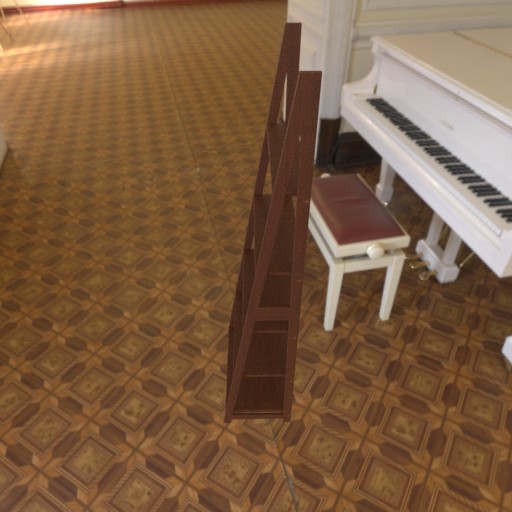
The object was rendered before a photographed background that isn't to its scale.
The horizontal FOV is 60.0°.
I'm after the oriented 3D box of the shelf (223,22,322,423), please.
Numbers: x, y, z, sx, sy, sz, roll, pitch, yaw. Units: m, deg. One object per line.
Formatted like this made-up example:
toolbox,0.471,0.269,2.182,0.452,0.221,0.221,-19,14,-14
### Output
shelf,0.000,0.000,1.989,0.350,1.770,0.600,-1,39,-1
